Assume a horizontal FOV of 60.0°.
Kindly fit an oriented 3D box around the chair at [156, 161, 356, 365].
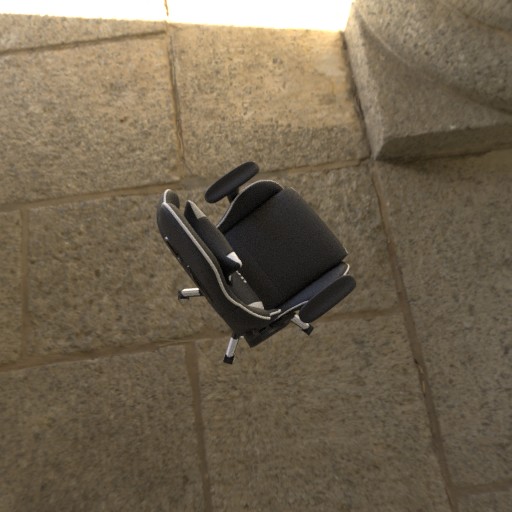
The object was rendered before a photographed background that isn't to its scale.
[{"bbox_3d":[0.000,0.000,1.698,0.700,1.240,0.700,-36,77,-10],"label":"chair"}]
